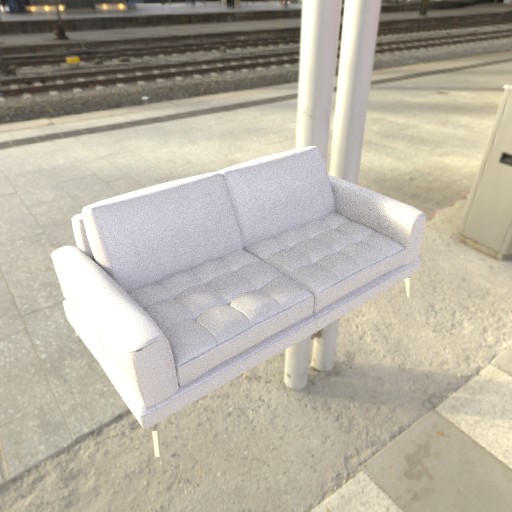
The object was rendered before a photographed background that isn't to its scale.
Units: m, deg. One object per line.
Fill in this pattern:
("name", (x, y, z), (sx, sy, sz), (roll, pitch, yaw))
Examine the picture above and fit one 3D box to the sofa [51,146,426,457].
("sofa", (0.000, 0.000, 2.796), (2.177, 0.930, 1.121), (-22, 38, -32))
